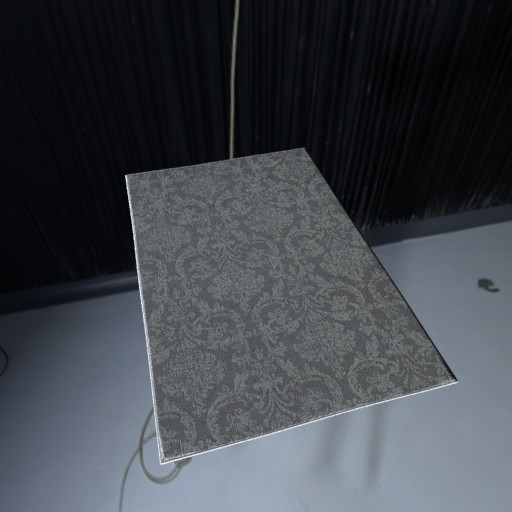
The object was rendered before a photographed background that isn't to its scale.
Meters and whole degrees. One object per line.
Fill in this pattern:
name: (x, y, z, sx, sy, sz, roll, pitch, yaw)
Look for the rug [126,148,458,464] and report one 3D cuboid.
rug: (0.000, 0.000, 3.468, 1.819, 0.018, 2.746, -11, 46, -11)
